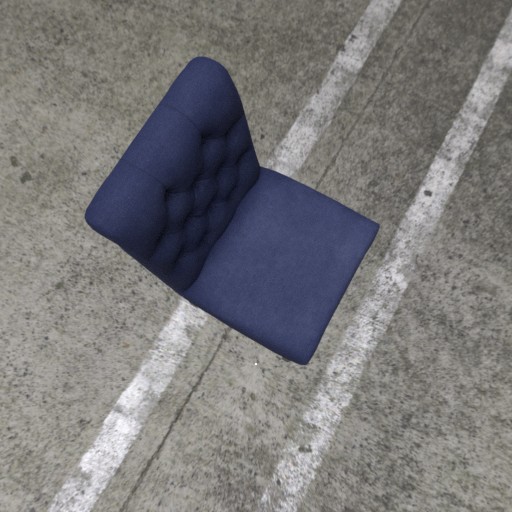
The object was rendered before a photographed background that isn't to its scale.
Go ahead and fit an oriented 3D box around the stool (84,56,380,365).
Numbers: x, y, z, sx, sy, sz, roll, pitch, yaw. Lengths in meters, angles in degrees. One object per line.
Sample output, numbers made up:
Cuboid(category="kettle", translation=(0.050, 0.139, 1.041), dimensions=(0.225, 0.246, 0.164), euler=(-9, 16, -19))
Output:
Cuboid(category="stool", translation=(0.000, 0.000, 1.461), dimensions=(0.601, 1.140, 0.493), euler=(29, 78, 7))
